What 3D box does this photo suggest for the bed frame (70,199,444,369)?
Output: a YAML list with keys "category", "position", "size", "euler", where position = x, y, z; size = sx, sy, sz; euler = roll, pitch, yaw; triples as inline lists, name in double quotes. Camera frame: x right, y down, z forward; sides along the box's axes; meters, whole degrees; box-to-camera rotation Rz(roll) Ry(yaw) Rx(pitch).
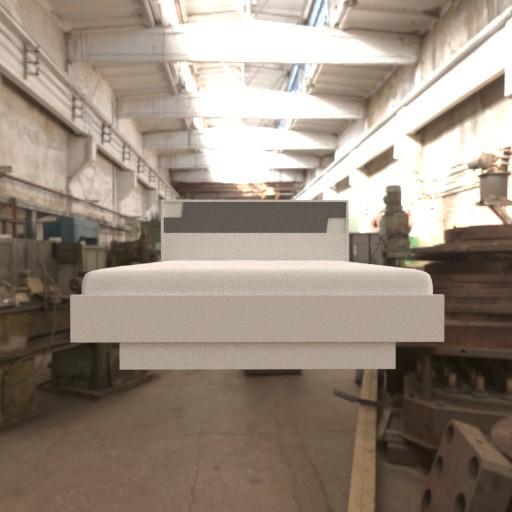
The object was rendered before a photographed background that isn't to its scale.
- category: "bed frame"
  position: [0.000, 0.000, 3.018]
  size: [1.711, 1.001, 2.100]
  euler: [0, 1, 0]
